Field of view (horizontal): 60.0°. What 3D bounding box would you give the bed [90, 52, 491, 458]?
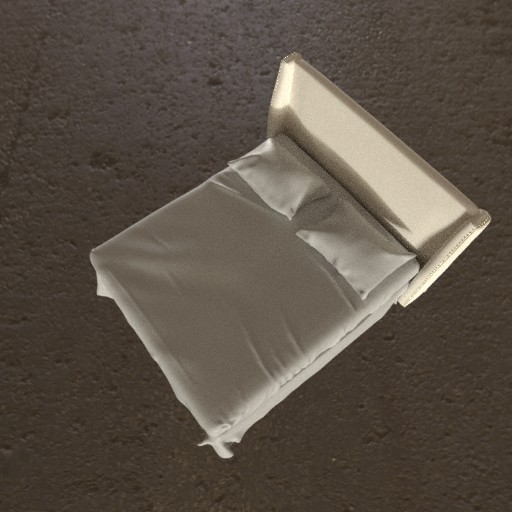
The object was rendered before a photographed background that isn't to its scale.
[{"bbox_3d":[0.000,0.000,3.350,2.276,1.332,1.925,-35,69,-16],"label":"bed"}]
